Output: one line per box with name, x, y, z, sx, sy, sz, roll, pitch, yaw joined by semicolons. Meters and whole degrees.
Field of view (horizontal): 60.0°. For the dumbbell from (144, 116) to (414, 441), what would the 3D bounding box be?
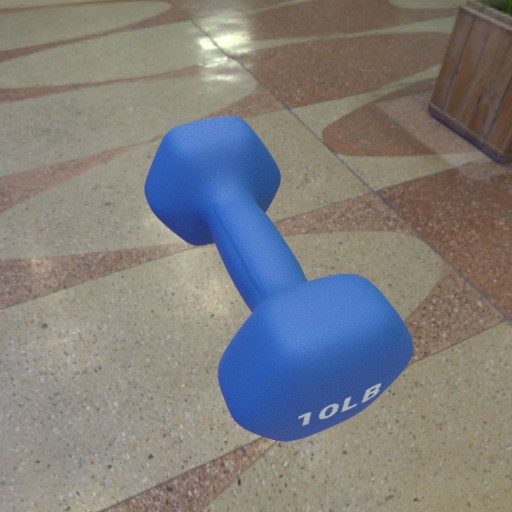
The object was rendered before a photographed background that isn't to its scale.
dumbbell;0.000;0.000;0.277;0.103;0.093;0.212;-16;48;-15
